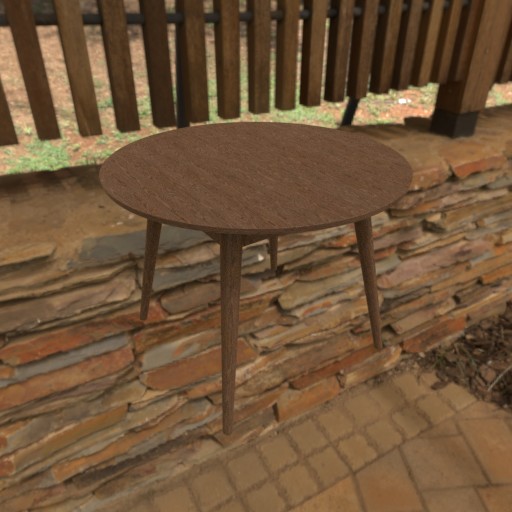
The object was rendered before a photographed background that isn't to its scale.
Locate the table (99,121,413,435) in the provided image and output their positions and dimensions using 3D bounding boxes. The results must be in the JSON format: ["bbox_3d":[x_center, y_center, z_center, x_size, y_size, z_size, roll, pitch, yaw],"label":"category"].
[{"bbox_3d":[0.000,0.000,1.754,1.053,0.786,1.053,0,31,0],"label":"table"}]
